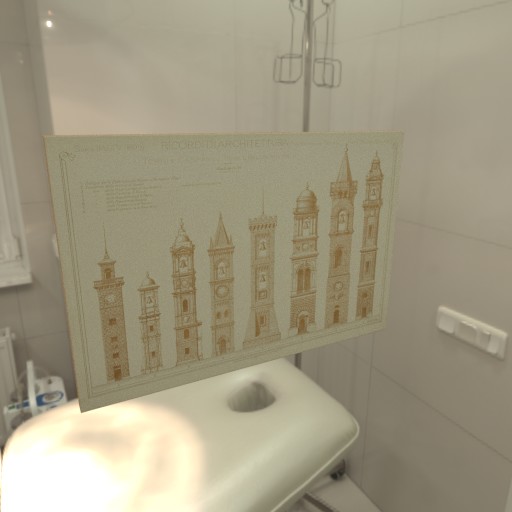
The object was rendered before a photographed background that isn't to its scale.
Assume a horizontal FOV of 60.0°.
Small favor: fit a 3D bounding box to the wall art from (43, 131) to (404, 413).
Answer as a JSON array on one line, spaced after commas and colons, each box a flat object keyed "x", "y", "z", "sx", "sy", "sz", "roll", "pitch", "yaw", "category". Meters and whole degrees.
[{"x": 0.000, "y": 0.000, "z": 1.135, "sx": 0.915, "sy": 0.608, "sz": 0.033, "roll": -9, "pitch": 19, "yaw": -26, "category": "wall art"}]
